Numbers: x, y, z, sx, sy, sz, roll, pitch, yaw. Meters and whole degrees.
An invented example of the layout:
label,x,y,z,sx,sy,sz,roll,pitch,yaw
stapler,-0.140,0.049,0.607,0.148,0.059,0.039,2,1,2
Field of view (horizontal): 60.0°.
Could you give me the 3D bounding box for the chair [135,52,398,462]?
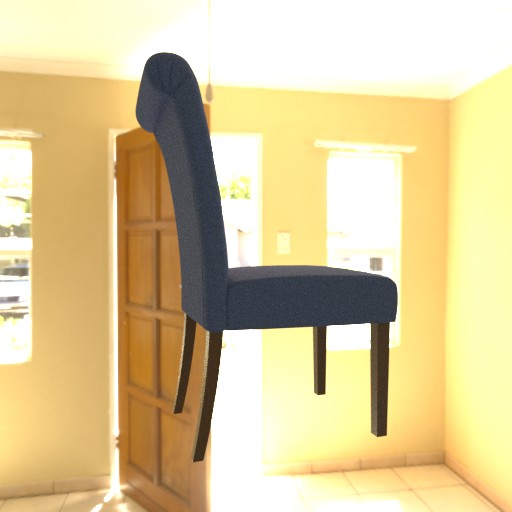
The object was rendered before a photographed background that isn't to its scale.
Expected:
label,x,y,z,sx,sy,sz,roll,pitch,yaw
chair,0.000,0.000,1.322,0.671,1.006,0.456,0,1,-19
